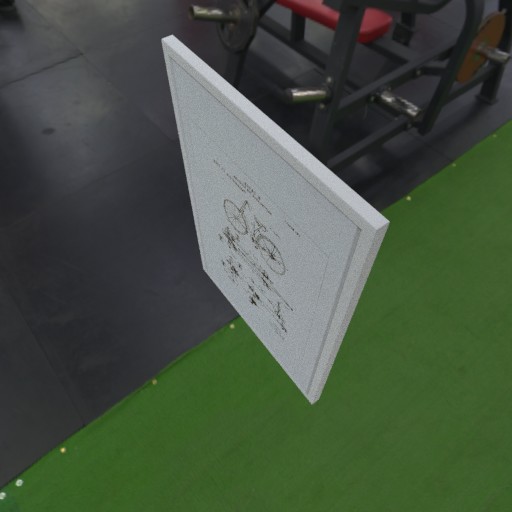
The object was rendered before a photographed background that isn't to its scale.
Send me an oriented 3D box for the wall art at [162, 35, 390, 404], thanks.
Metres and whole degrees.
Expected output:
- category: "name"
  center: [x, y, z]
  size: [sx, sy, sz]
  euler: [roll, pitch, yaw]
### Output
- category: "wall art"
  center: [0.000, 0.000, 0.616]
  size: [0.015, 0.477, 0.332]
  euler: [-32, 62, -20]
